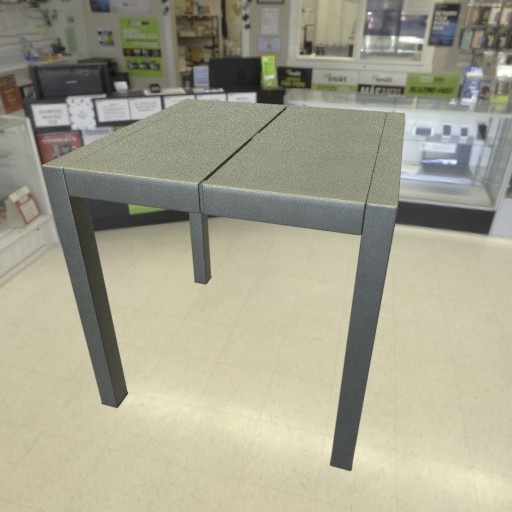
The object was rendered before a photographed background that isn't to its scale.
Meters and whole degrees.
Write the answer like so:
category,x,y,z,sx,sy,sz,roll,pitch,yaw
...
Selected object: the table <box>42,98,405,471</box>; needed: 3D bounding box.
category,x,y,z,sx,sy,sz,roll,pitch,yaw
table,0.000,0.000,0.924,0.508,0.508,0.508,9,32,15
